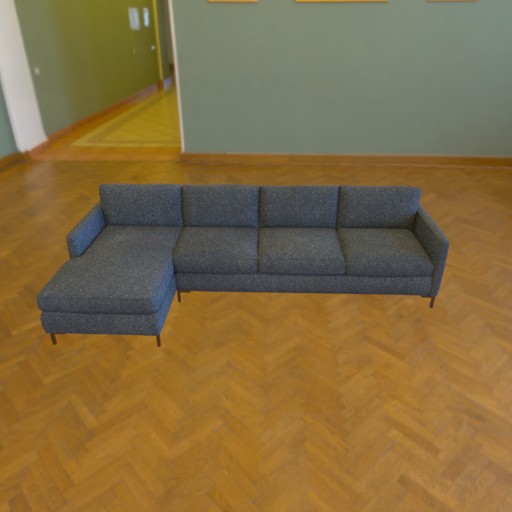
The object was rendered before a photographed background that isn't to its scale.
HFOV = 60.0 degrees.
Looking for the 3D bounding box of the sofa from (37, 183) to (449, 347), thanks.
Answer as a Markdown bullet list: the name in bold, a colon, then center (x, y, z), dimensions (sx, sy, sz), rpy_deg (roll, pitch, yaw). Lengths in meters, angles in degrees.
- **sofa**: center (0.000, 0.000, 3.490), dimensions (2.932, 0.810, 1.350), rpy_deg (1, 28, 1)
